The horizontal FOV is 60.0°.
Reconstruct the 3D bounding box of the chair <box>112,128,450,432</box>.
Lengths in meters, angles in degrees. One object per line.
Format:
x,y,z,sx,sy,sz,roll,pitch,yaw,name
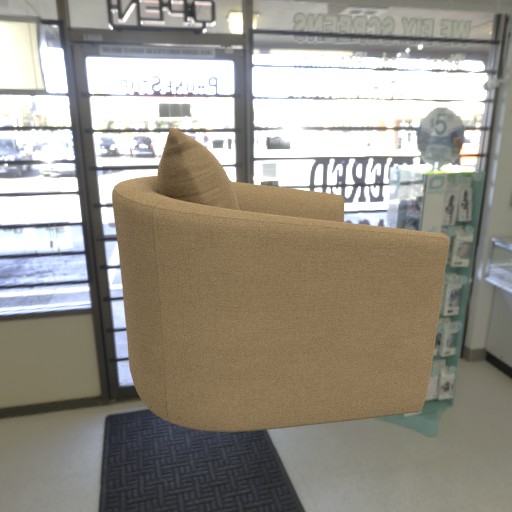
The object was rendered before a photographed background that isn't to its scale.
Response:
0.000,0.000,1.524,0.910,0.848,0.845,-3,16,-10,chair
